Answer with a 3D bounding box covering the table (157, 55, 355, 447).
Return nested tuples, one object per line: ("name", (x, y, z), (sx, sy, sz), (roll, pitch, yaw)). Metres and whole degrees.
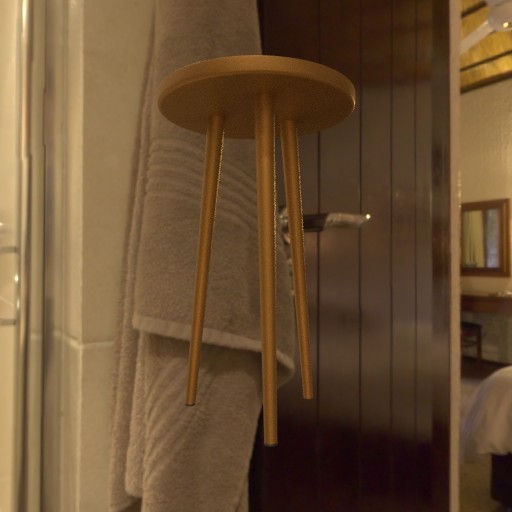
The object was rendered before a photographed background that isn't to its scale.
("table", (0.000, 0.000, 0.680), (0.299, 0.480, 0.299), (0, -1, 18))
